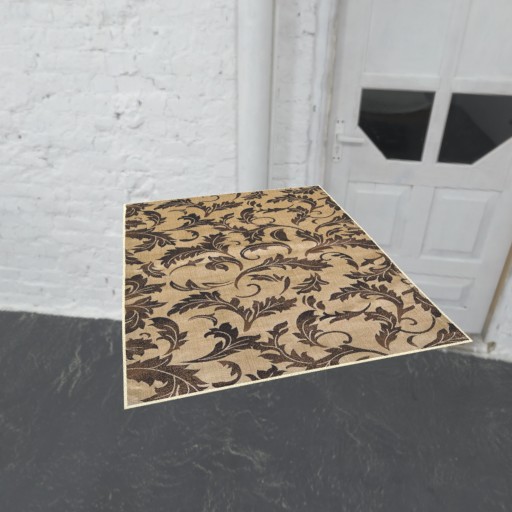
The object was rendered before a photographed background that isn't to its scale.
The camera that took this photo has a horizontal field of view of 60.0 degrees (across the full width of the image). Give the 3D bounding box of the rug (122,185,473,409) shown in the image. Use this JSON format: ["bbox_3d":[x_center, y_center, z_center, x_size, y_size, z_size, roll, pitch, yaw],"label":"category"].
[{"bbox_3d":[0.000,0.000,4.077,2.380,0.008,2.977,-8,32,-12],"label":"rug"}]
